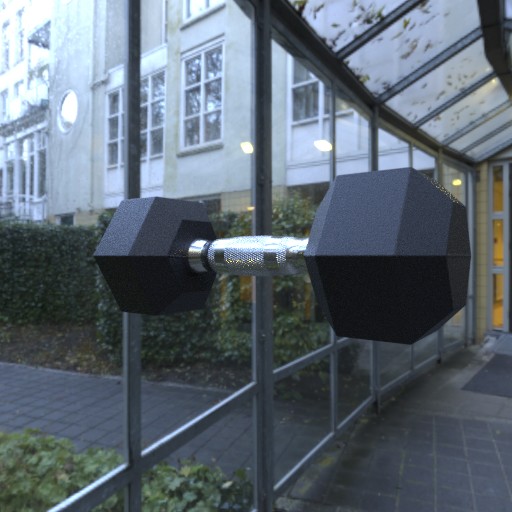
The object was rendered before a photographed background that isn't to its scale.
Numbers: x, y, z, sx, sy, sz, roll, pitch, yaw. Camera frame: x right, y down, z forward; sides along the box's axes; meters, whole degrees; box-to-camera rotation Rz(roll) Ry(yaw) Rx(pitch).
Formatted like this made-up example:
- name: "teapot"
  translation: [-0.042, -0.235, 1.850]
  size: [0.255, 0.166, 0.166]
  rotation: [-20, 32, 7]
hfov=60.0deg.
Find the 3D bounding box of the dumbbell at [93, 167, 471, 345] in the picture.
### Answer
- name: "dumbbell"
  translation: [0.000, 0.000, 0.319]
  size: [0.272, 0.092, 0.106]
  rotation: [0, 0, 36]
